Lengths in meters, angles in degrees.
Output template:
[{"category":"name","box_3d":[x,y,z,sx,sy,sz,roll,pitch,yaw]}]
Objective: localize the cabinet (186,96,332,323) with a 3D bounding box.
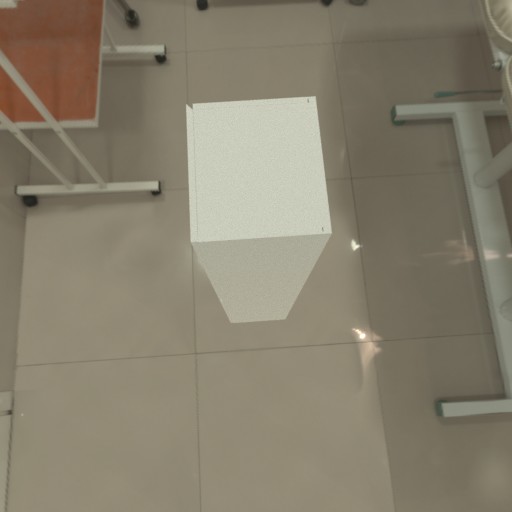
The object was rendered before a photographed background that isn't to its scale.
[{"category":"cabinet","box_3d":[0.000,0.000,1.560,0.270,1.400,0.300,-4,75,-1]}]
